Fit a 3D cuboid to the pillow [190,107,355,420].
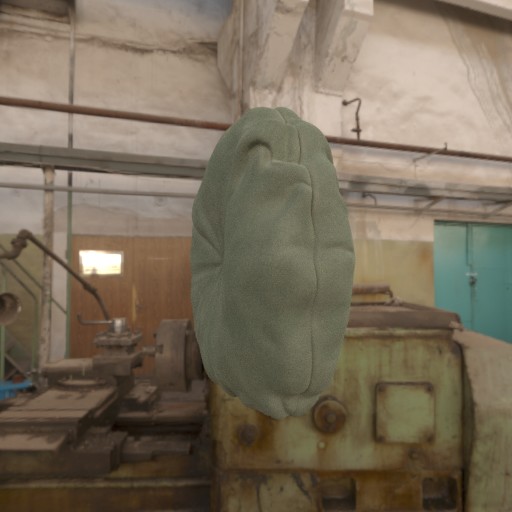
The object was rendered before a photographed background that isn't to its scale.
[{"bbox_3d":[0.000,0.000,0.637,0.148,0.407,0.428,0,-2,-18],"label":"pillow"}]
